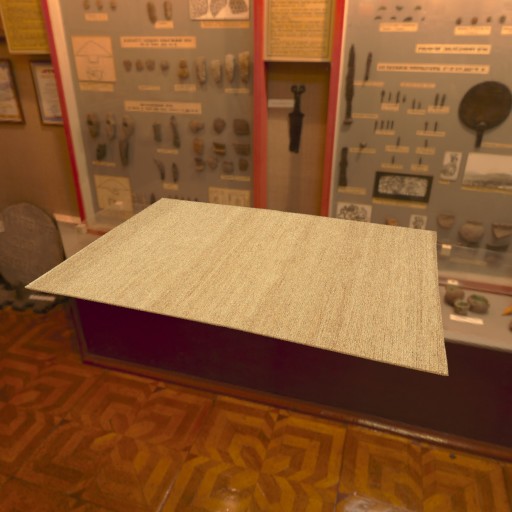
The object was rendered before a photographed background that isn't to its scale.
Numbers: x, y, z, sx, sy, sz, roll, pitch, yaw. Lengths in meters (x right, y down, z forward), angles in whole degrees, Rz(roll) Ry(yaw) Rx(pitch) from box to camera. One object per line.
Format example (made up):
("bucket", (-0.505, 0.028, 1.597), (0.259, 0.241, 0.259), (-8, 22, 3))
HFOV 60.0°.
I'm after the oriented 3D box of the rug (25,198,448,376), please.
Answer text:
("rug", (0.000, 0.000, 2.898), (2.283, 0.030, 1.596), (9, 28, 17))
